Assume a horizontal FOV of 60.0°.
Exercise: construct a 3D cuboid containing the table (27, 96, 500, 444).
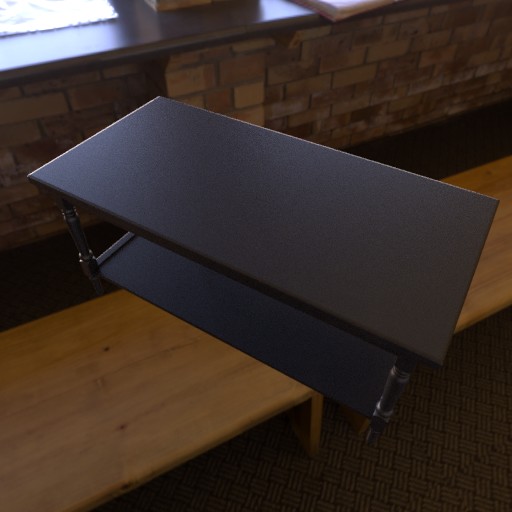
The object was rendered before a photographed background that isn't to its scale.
[{"bbox_3d":[0.000,0.000,1.333,1.107,0.510,0.550,23,50,21],"label":"table"}]
